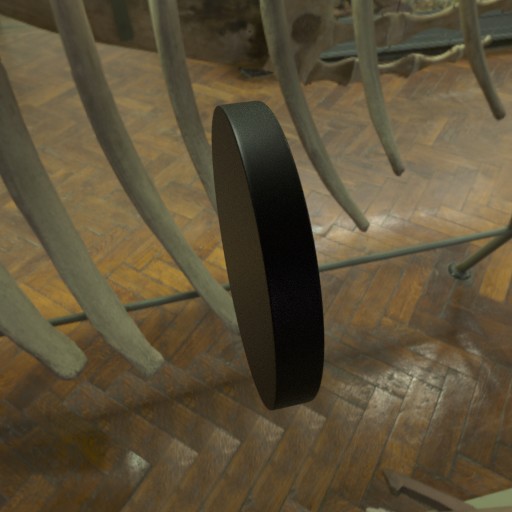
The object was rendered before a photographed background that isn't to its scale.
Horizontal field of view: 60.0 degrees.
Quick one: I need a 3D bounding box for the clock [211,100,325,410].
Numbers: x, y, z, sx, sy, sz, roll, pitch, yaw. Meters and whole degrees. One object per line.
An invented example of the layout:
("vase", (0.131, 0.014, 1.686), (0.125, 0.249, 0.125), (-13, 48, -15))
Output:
("clock", (0.000, 0.000, 0.477), (0.040, 0.314, 0.314), (-10, 48, -9))
